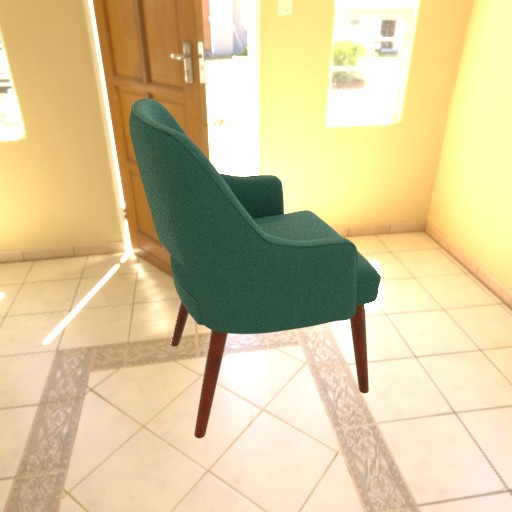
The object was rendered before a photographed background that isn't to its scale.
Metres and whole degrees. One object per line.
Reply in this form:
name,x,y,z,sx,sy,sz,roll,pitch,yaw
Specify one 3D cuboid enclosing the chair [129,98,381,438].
chair,0.000,0.000,1.275,0.605,0.849,0.548,-9,31,-16
